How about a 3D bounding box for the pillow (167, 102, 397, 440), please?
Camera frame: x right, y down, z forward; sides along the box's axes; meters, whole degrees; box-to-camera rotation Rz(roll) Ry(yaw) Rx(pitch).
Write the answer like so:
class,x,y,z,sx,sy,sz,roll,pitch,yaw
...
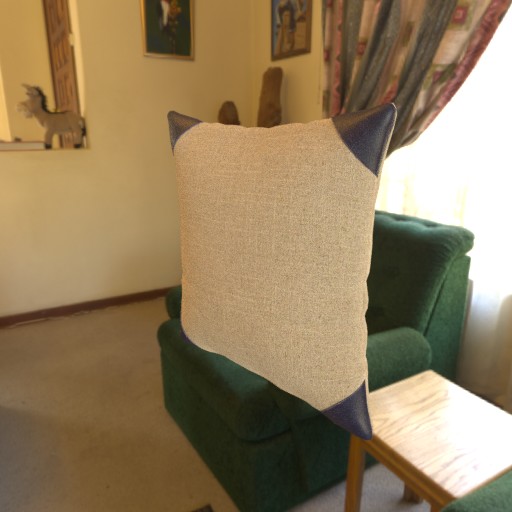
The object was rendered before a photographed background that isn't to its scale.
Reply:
class,x,y,z,sx,sy,sz,roll,pitch,yaw
pillow,0.000,0.000,0.692,0.440,0.441,0.147,15,22,42
